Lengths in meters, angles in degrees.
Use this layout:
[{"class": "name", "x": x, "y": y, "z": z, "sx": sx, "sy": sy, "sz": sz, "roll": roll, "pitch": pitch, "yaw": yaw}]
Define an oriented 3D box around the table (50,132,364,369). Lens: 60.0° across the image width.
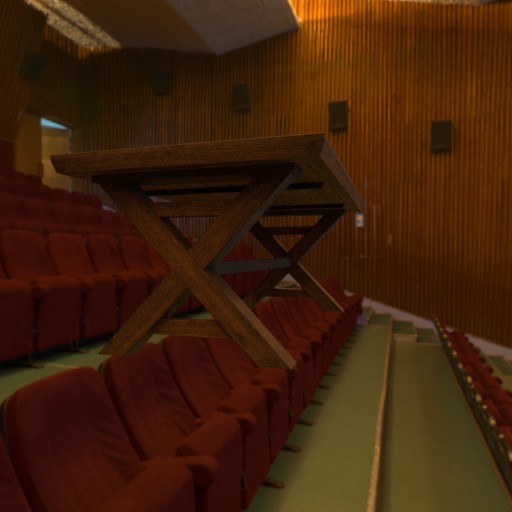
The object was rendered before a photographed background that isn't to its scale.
[{"class": "table", "x": 0.000, "y": 0.000, "z": 2.511, "sx": 1.071, "sy": 0.793, "sz": 1.966, "roll": 0, "pitch": 0, "yaw": 17}]
